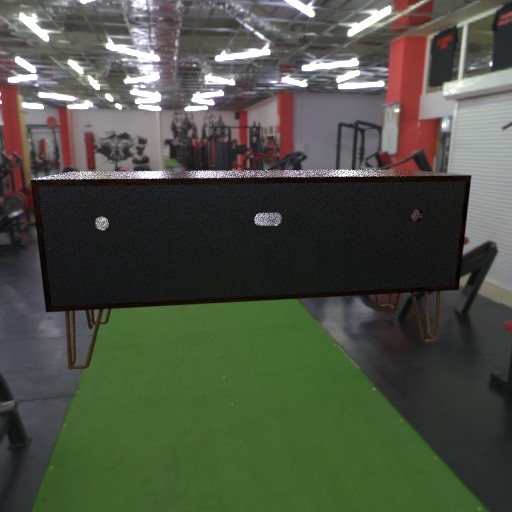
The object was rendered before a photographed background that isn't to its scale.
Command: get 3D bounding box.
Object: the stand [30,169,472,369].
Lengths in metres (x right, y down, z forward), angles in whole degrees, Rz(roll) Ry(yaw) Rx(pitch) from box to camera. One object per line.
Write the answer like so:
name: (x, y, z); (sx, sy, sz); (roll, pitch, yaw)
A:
stand: (0.000, 0.000, 1.662); (1.372, 0.610, 0.481); (-2, 14, -9)
